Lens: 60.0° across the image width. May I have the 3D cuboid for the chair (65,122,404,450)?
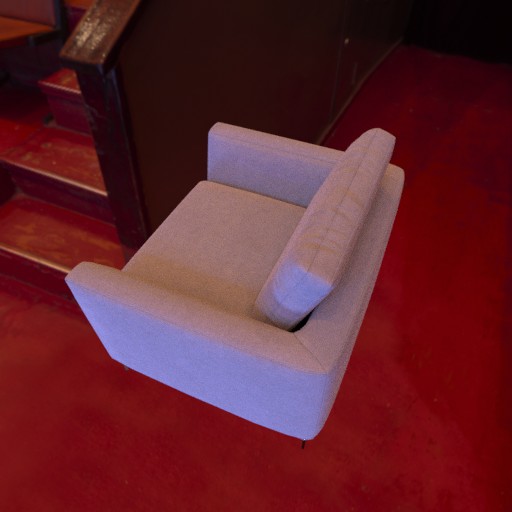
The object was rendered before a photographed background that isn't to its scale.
[{"bbox_3d":[0.000,0.000,1.700,0.889,0.864,1.041,18,49,16],"label":"chair"}]
